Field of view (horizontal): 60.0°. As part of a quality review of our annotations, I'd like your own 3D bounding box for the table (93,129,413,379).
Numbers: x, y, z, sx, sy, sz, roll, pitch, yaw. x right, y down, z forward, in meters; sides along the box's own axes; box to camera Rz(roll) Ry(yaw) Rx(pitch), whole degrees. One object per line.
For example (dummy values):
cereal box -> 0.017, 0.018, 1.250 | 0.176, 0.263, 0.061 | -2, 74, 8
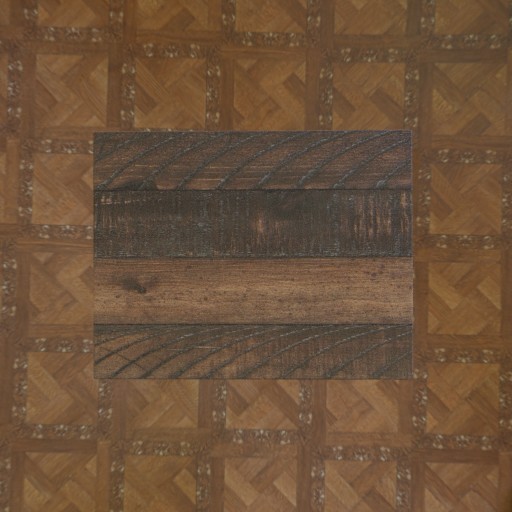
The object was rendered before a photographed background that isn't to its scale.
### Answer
table -> 0.000, 0.000, 0.931 | 0.414, 0.718, 0.323 | 0, 90, 1
